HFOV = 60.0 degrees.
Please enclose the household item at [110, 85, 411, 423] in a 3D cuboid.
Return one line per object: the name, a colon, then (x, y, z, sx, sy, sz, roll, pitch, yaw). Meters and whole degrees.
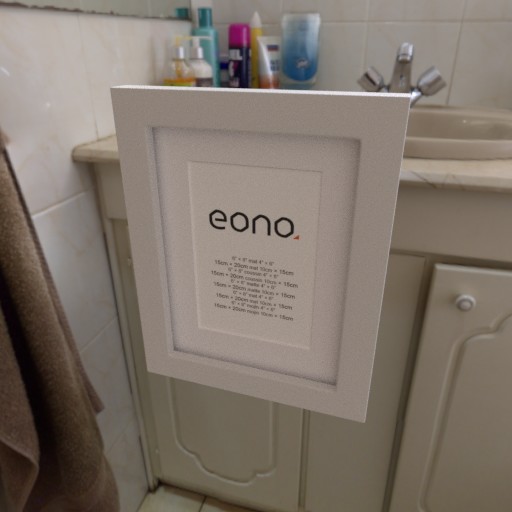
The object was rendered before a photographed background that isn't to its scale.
household item: (0.000, 0.000, 0.352, 0.200, 0.250, 0.045, 8, 27, 17)
